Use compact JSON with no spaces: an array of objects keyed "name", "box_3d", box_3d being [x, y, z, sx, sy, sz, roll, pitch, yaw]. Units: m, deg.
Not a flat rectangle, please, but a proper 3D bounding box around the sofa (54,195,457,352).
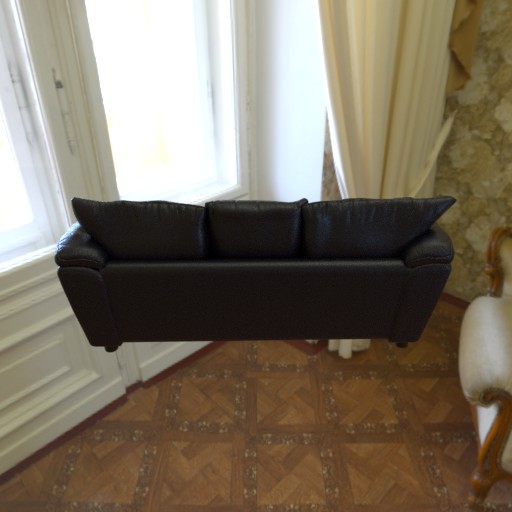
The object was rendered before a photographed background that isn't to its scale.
[{"name":"sofa","box_3d":[0.000,0.000,2.934,2.336,1.073,0.880,-1,30,-1]}]
